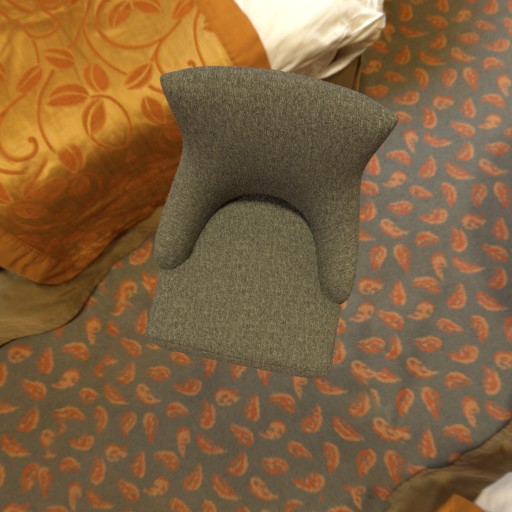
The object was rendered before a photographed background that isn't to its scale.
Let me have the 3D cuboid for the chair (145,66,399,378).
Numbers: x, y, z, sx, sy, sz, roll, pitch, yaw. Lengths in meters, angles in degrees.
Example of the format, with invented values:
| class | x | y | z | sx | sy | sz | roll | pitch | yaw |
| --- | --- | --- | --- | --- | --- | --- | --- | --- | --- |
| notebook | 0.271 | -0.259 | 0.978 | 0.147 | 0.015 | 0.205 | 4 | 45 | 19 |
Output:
| class | x | y | z | sx | sy | sz | roll | pitch | yaw |
| --- | --- | --- | --- | --- | --- | --- | --- | --- | --- |
| chair | 0.000 | 0.000 | 1.302 | 0.566 | 0.909 | 0.629 | 11 | 76 | 3 |
